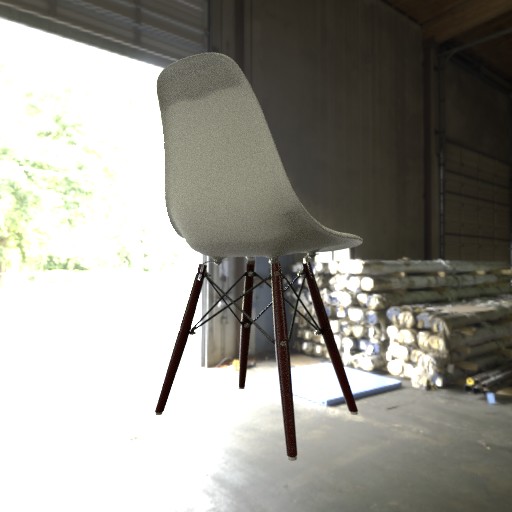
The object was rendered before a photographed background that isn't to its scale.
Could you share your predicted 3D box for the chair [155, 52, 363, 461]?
[{"bbox_3d":[0.000,0.000,1.144,0.470,0.826,0.533,-1,-1,37],"label":"chair"}]
